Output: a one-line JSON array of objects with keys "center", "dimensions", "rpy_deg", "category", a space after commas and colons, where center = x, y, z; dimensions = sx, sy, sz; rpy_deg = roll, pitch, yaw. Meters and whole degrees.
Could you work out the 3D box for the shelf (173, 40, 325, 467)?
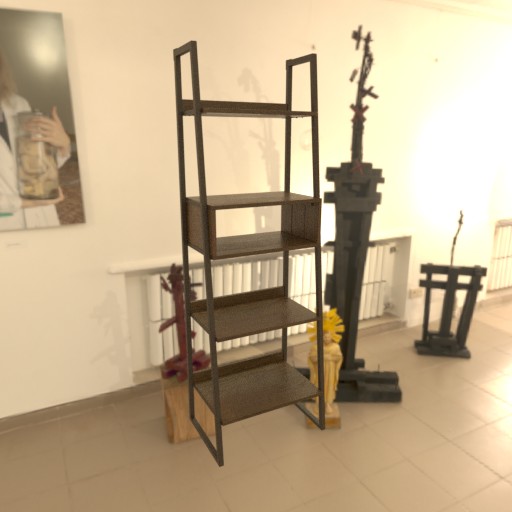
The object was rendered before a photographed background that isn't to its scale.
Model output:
[{"center": [0.000, 0.000, 2.309], "dimensions": [0.652, 2.005, 0.454], "rpy_deg": [-7, 16, -27], "category": "shelf"}]
